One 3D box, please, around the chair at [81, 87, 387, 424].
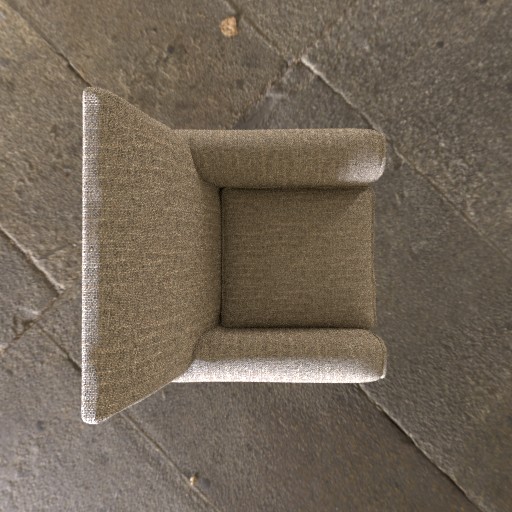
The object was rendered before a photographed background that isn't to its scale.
[{"bbox_3d":[0.000,0.000,1.572,0.873,0.928,0.864,0,89,1],"label":"chair"}]
